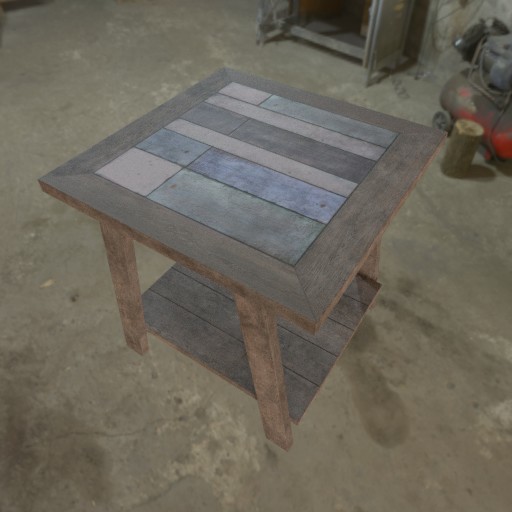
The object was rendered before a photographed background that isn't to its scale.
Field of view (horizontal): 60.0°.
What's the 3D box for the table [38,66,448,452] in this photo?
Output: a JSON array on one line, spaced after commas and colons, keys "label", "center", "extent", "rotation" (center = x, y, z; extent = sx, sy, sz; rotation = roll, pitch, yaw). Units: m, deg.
[{"label": "table", "center": [0.000, 0.000, 1.135], "extent": [0.610, 0.610, 0.610], "rotation": [26, 52, 22]}]
